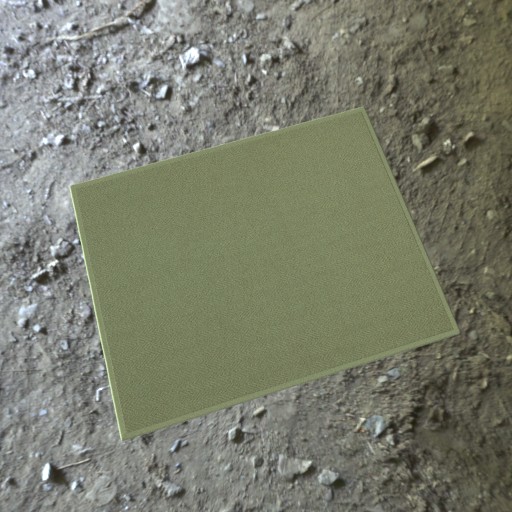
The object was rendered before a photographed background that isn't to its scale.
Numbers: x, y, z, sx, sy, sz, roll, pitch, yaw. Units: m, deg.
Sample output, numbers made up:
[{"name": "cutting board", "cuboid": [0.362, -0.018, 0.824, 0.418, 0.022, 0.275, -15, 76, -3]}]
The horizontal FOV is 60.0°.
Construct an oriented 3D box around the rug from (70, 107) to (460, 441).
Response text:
[{"name": "rug", "cuboid": [0.000, 0.000, 4.098, 3.051, 0.020, 2.407, -16, 75, -5]}]
